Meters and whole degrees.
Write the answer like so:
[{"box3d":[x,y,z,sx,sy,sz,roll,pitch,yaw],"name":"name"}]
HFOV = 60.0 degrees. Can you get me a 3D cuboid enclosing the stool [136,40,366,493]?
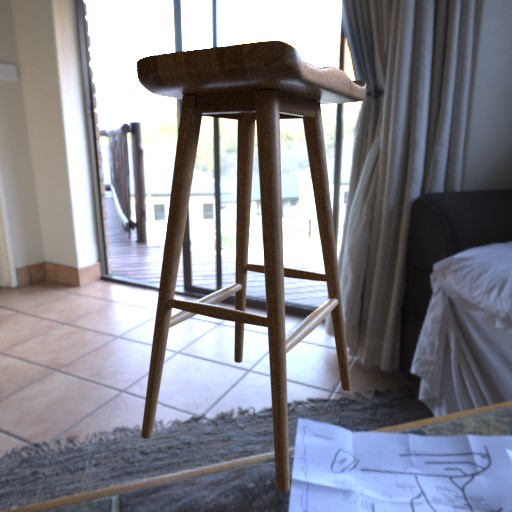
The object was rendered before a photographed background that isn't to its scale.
[{"box3d":[0.000,0.000,0.895,0.322,0.698,0.407,7,15,27],"name":"stool"}]
